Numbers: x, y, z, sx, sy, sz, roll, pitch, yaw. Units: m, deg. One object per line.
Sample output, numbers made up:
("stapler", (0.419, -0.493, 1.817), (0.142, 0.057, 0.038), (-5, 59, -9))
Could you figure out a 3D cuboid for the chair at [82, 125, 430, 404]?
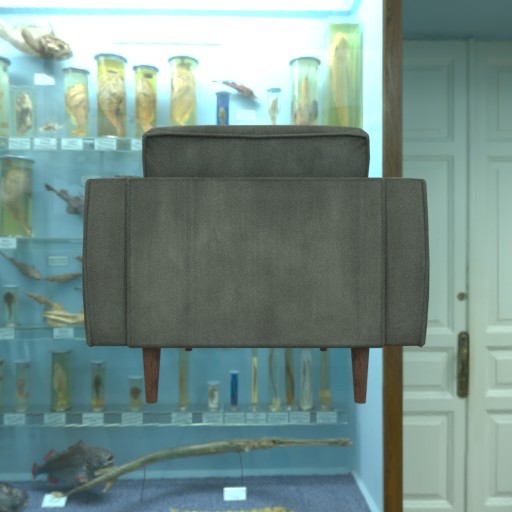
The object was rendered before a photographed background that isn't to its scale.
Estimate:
("chair", (0.000, 0.000, 1.545), (0.928, 0.773, 0.843), (0, 0, 0))
